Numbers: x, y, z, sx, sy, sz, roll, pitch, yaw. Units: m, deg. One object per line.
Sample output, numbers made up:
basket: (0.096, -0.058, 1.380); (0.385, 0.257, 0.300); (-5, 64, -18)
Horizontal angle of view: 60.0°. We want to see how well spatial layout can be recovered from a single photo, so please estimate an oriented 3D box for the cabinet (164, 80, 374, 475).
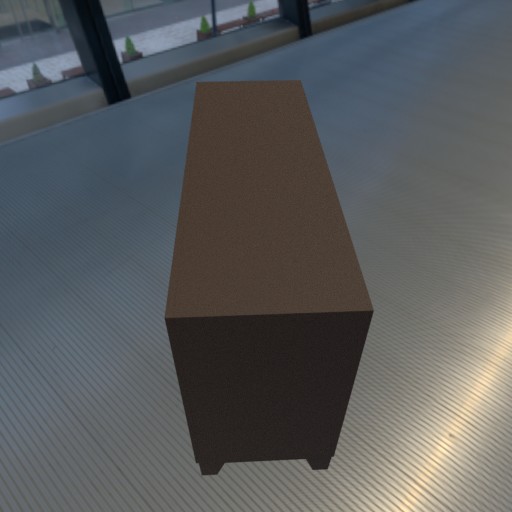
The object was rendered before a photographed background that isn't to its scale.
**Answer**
cabinet: (0.000, 0.000, 1.839); (0.482, 0.914, 1.396); (-2, 42, -2)
